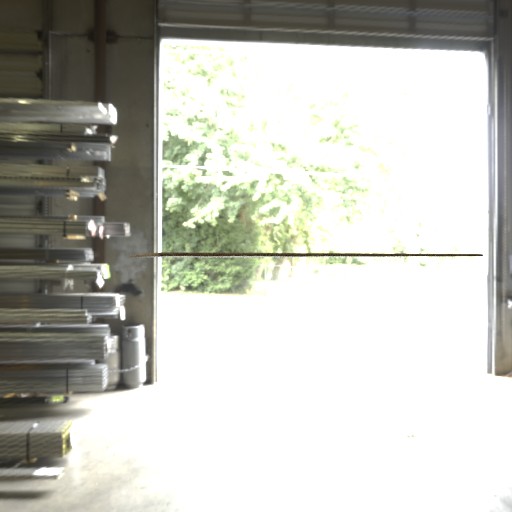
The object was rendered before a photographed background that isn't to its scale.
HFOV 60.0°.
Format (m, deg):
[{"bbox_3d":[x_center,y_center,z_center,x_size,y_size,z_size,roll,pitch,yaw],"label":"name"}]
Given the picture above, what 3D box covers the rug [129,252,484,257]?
[{"bbox_3d":[0.000,0.000,2.960,1.528,0.014,2.292,0,0,-19],"label":"rug"}]
